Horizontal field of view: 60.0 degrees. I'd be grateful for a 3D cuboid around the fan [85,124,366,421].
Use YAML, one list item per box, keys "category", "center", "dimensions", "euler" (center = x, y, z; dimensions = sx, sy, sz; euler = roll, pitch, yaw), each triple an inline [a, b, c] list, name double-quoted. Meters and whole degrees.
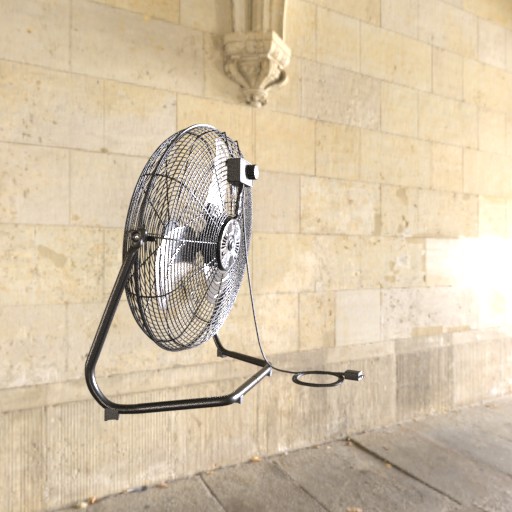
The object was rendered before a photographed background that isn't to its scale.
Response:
- category: "fan"
  center: [0.000, 0.000, 1.016]
  dimensions: [0.470, 0.605, 0.595]
  euler: [0, 0, 18]
